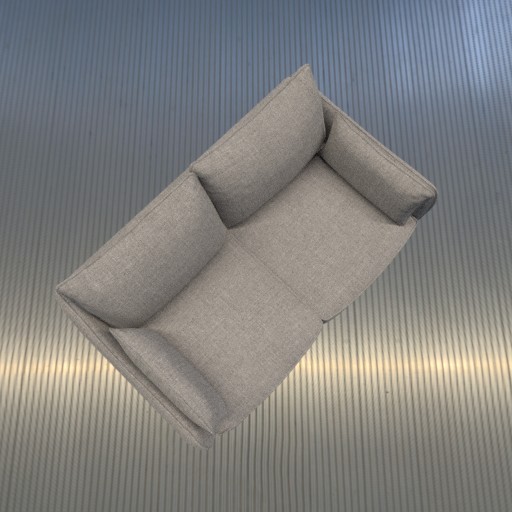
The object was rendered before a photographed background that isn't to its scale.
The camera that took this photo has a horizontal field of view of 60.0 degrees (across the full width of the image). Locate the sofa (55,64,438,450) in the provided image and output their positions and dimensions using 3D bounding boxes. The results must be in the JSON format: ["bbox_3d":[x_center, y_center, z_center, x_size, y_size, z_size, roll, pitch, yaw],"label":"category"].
[{"bbox_3d":[0.000,0.000,2.103,0.972,0.851,1.580,43,80,10],"label":"sofa"}]
